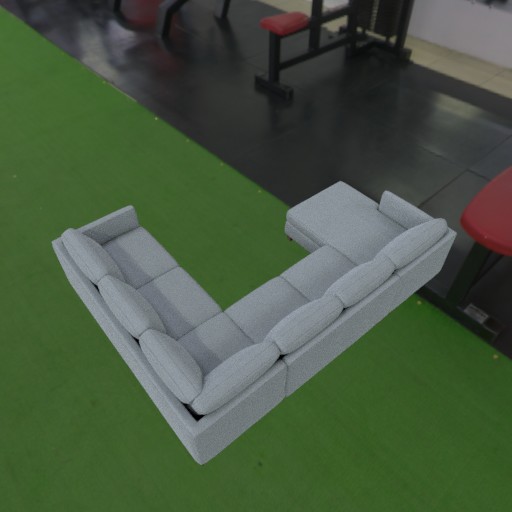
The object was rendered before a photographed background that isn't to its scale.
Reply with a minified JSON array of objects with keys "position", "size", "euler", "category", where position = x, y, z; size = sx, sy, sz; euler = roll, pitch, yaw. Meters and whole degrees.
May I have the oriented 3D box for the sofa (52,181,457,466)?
[{"position":[0.000,0.000,4.612],"size":[3.238,0.853,2.551],"euler":[-31,54,-26],"category":"sofa"}]
